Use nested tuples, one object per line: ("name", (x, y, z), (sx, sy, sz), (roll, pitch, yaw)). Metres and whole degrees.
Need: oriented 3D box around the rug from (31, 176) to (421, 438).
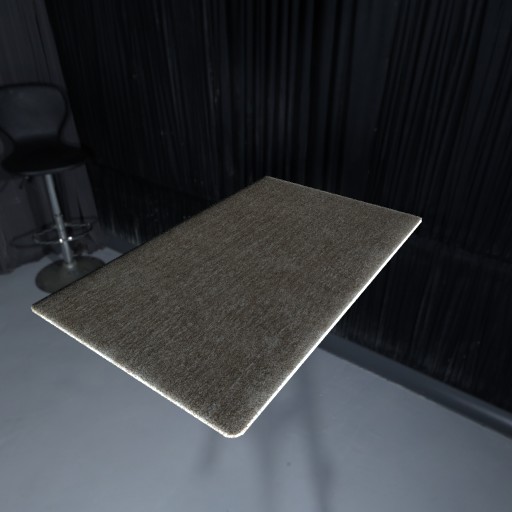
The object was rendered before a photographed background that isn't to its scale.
("rug", (0.000, 0.000, 3.078), (1.539, 0.024, 2.469), (21, 38, 29))
